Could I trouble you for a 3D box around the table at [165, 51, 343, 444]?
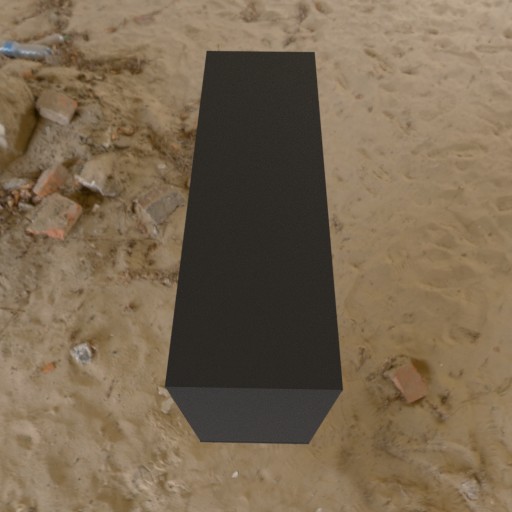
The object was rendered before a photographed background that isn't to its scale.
[{"bbox_3d":[0.000,0.000,1.642,0.400,0.855,1.200,1,59,1],"label":"table"}]
